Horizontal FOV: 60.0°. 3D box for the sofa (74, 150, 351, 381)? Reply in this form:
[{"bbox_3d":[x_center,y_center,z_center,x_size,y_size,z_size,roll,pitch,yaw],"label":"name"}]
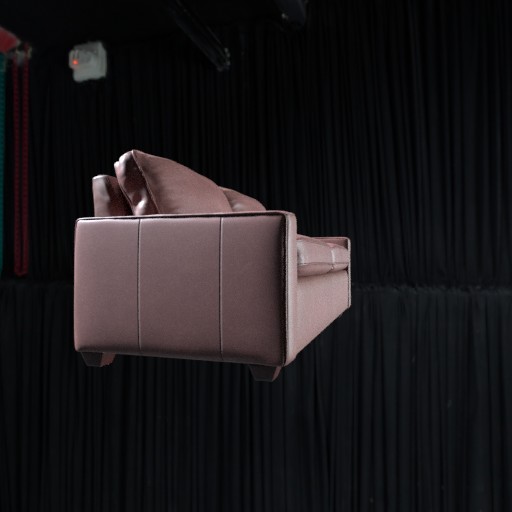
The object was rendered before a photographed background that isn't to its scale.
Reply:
[{"bbox_3d":[0.000,0.000,2.630,0.940,0.919,2.080,0,-1,18],"label":"sofa"}]
